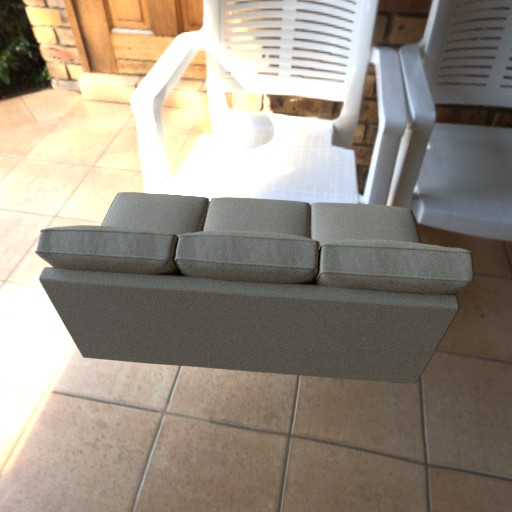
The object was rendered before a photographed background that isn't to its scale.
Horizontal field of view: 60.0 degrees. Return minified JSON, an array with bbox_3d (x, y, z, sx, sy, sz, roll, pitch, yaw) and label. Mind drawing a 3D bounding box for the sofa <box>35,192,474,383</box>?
[{"bbox_3d":[0.000,0.000,2.546,1.962,0.973,1.027,4,47,3],"label":"sofa"}]
